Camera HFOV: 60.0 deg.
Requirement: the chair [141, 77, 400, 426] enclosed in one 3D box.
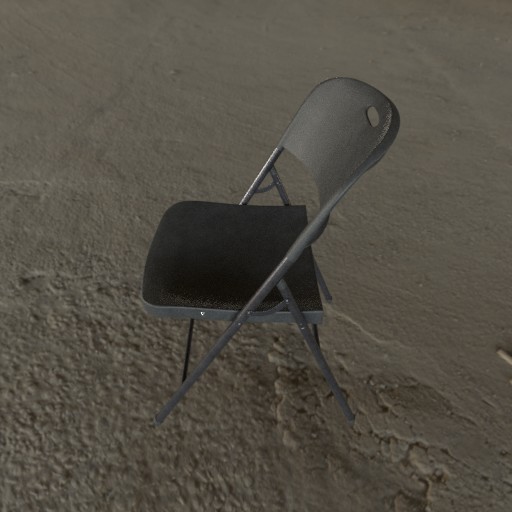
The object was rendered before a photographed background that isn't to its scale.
[{"bbox_3d":[0.000,0.000,1.151,0.567,0.810,0.494,0,40,0],"label":"chair"}]
